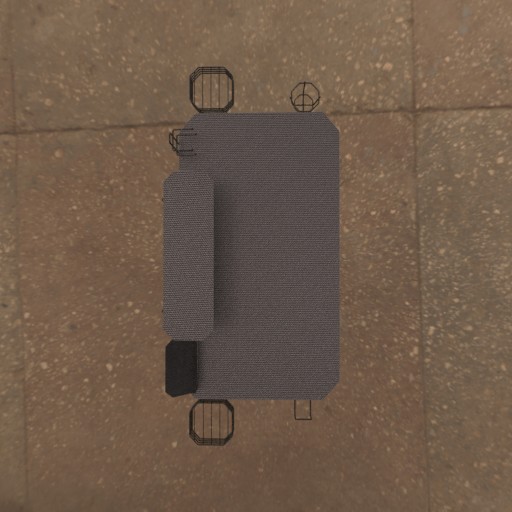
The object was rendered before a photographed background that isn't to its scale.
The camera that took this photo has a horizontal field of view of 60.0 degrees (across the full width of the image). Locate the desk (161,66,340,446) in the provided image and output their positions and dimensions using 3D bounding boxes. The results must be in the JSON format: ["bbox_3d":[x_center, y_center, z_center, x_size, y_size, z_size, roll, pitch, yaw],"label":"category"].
[{"bbox_3d":[0.000,0.000,1.784,0.580,0.880,1.290,0,90,2],"label":"desk"}]
